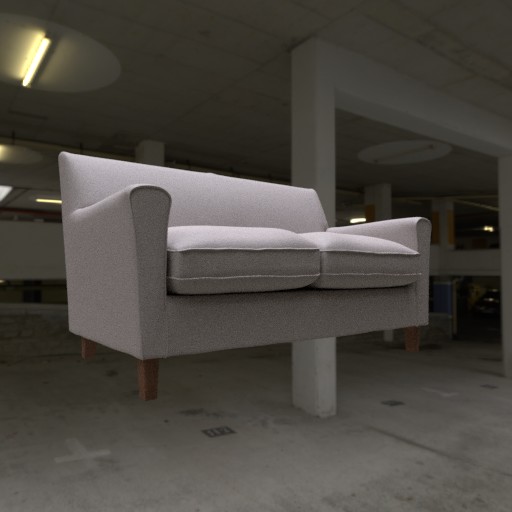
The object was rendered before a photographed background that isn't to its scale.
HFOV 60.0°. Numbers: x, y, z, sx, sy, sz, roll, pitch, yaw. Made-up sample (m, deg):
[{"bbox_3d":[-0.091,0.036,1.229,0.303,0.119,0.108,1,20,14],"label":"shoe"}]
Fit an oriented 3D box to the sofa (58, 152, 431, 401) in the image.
[{"bbox_3d":[0.000,0.000,1.984,1.482,0.890,0.888,1,-2,-36],"label":"sofa"}]
